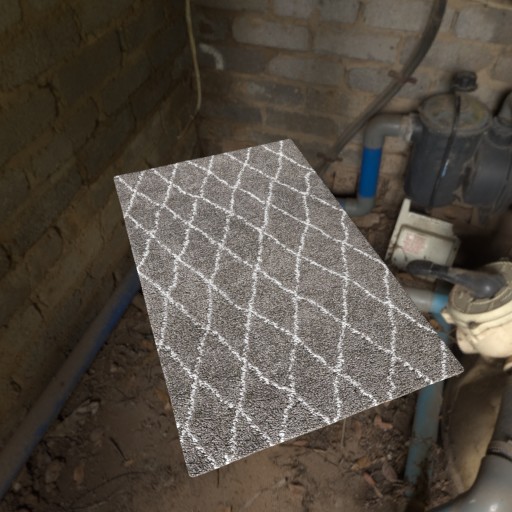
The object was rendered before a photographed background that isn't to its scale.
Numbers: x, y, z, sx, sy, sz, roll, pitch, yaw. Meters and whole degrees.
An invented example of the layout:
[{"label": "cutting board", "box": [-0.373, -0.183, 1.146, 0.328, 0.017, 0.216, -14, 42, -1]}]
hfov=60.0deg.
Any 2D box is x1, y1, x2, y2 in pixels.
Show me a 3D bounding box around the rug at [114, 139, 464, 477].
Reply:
[{"label": "rug", "box": [0.000, 0.000, 3.430, 1.778, 0.030, 2.743, -16, 50, -14]}]
